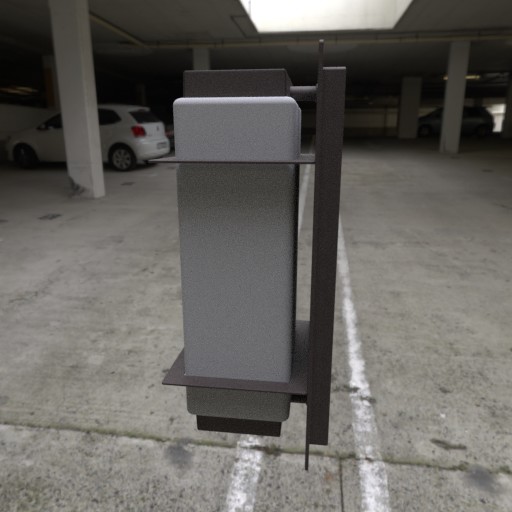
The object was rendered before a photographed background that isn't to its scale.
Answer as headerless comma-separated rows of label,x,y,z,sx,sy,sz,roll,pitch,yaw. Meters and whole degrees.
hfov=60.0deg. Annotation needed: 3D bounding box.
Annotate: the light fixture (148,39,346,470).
light fixture,0.000,0.000,0.423,0.146,0.347,0.153,2,15,7
